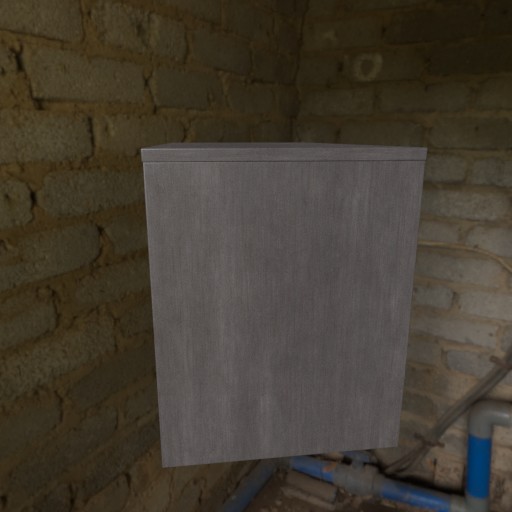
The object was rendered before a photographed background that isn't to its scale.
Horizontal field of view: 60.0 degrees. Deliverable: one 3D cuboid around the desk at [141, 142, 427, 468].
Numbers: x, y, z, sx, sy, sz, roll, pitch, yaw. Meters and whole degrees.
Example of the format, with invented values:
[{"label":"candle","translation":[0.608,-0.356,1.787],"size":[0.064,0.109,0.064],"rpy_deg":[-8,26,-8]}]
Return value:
[{"label":"desk","translation":[0.000,0.000,1.535],"size":[0.600,0.750,1.100],"rpy_deg":[-2,15,-7]}]
